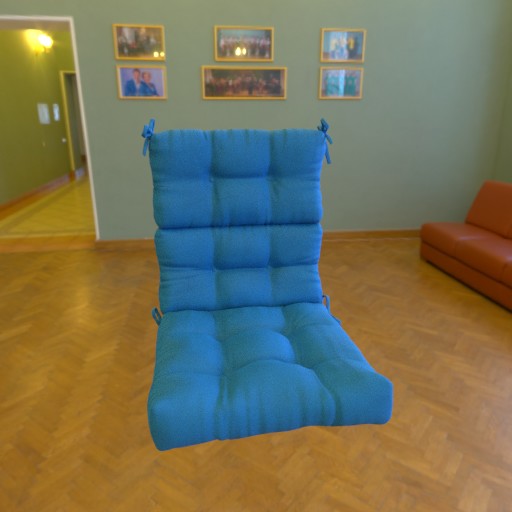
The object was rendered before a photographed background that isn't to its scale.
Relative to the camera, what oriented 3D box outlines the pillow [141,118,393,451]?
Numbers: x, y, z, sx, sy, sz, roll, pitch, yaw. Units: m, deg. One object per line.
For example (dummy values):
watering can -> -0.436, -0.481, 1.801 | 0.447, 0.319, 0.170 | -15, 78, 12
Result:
pillow -> 0.000, 0.000, 1.022 | 0.519, 0.605, 0.571 | -3, 18, -9
